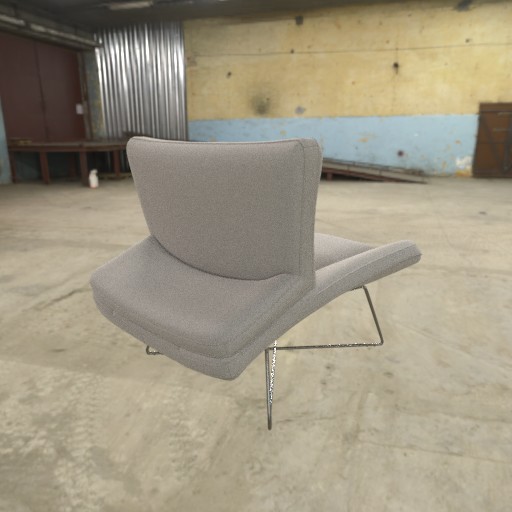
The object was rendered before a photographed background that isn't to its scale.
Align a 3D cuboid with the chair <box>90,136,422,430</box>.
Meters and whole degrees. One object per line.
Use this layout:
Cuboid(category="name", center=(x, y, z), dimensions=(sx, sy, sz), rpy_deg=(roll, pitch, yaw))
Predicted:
Cuboid(category="chair", center=(0.000, 0.000, 1.645), dimensions=(0.859, 0.855, 1.008), rpy_deg=(15, 21, 43))
